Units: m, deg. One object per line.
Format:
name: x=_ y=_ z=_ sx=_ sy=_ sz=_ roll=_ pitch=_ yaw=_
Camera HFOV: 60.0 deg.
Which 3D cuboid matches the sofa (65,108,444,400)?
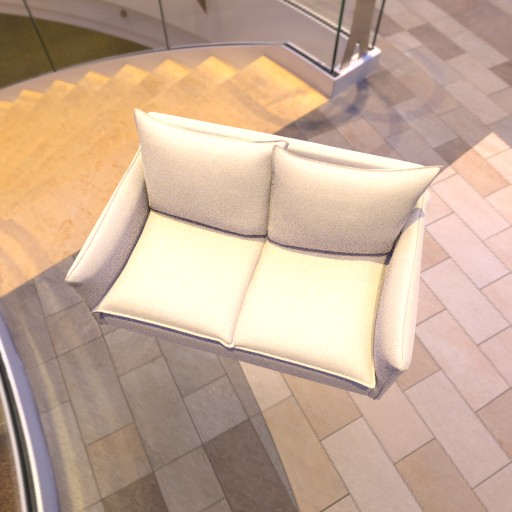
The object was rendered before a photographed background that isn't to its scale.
sofa: x=0.000 y=0.000 z=1.869 sx=1.300 sy=0.840 sz=0.820 roll=13 pitch=59 yaw=8
